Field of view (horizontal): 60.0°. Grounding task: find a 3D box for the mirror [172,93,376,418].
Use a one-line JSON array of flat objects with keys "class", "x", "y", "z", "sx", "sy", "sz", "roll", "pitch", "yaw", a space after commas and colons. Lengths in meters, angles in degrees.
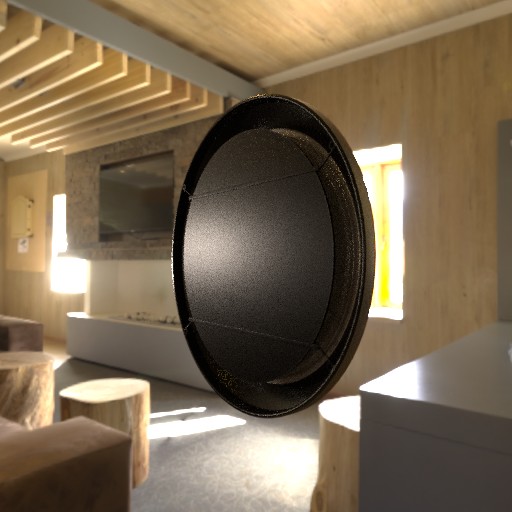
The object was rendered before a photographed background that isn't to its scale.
[{"class": "mirror", "x": 0.000, "y": 0.000, "z": 1.321, "sx": 0.111, "sy": 0.907, "sz": 0.907, "roll": 1, "pitch": -1, "yaw": -37}]
